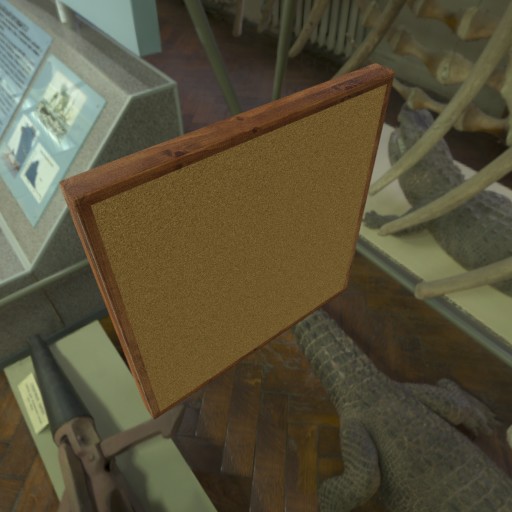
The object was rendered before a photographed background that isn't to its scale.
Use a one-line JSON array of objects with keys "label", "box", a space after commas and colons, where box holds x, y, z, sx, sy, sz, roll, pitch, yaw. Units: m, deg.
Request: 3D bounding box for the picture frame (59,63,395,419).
[{"label": "picture frame", "box": [0.000, 0.000, 0.524, 0.352, 0.356, 0.028, -29, 52, -26]}]
